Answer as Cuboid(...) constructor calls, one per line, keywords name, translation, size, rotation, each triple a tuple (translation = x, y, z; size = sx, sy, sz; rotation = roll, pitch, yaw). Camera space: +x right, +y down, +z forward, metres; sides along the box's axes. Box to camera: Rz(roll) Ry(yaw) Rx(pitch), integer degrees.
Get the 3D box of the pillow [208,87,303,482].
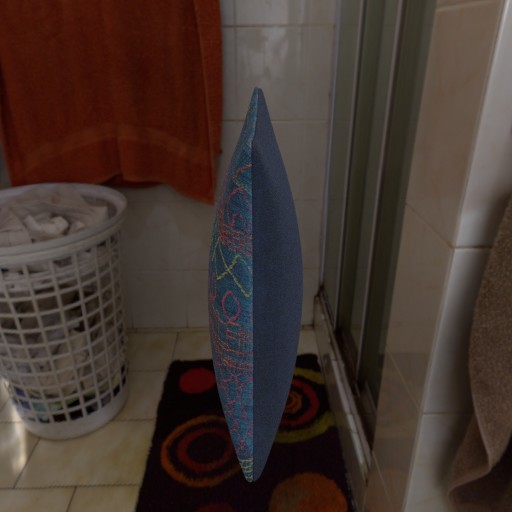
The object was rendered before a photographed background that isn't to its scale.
Cuboid(name="pillow", translation=(0.000, 0.000, 0.654), size=(0.141, 0.431, 0.431), rotation=(0, 26, 1))
